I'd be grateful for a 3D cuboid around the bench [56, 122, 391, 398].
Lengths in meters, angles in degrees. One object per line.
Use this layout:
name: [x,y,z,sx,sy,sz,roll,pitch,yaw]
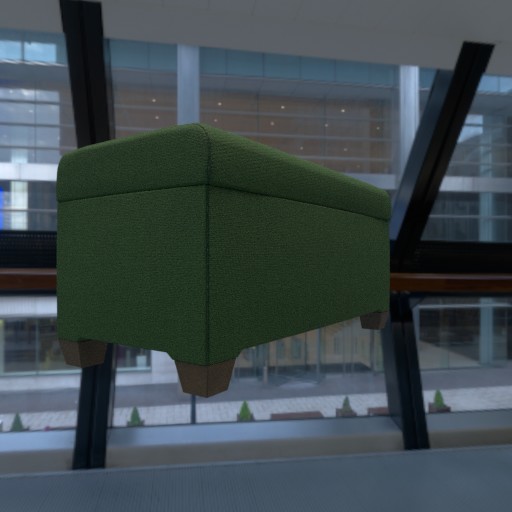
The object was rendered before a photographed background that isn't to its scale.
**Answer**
bench: [0.000,0.000,1.288,0.505,0.501,0.989,0,0,35]
